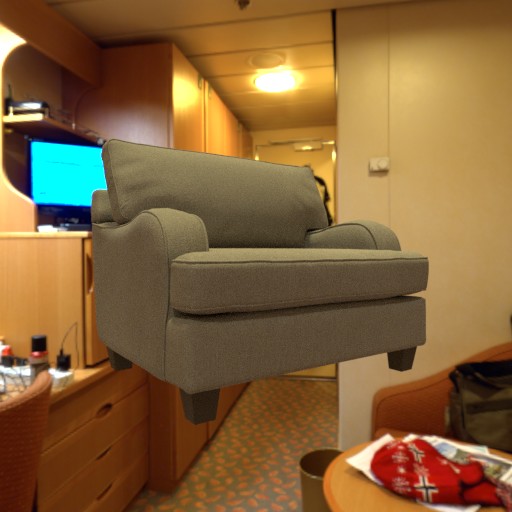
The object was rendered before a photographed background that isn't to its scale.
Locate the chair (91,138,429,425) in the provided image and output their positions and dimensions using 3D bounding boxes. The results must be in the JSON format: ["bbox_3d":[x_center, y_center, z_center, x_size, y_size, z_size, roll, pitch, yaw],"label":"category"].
[{"bbox_3d":[0.000,0.000,2.022,1.220,1.016,1.041,-1,1,-36],"label":"chair"}]
